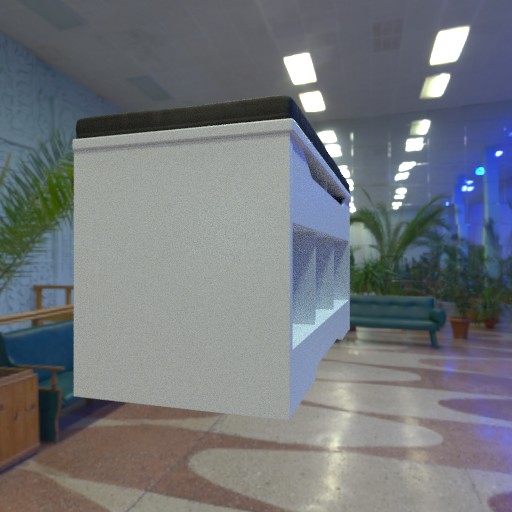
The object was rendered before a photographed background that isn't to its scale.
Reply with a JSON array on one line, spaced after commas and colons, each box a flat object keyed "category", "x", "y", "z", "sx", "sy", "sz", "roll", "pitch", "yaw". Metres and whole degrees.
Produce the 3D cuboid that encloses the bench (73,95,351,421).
[{"category": "bench", "x": 0.000, "y": 0.000, "z": 1.152, "sx": 0.401, "sy": 0.500, "sz": 0.899, "roll": 0, "pitch": 0, "yaw": 18}]
